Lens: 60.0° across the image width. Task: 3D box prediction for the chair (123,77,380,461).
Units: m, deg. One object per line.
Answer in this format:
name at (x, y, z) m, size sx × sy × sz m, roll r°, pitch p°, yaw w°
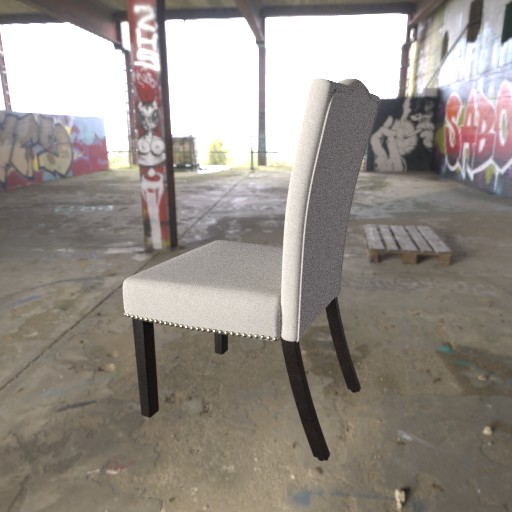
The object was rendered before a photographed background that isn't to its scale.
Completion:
chair at (0.000, 0.000, 1.295) m, size 0.589 × 0.946 × 0.518 m, roll 8°, pitch 18°, yaw 25°
